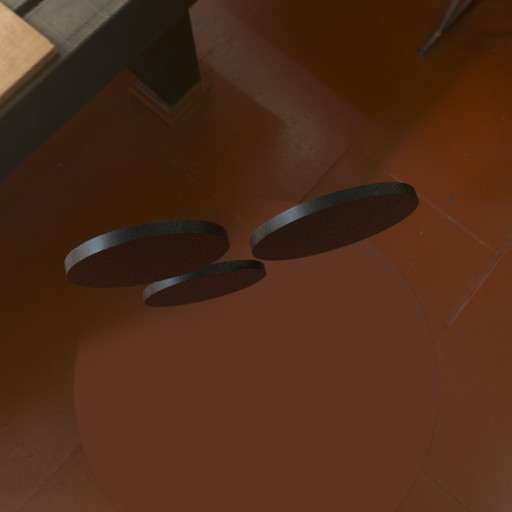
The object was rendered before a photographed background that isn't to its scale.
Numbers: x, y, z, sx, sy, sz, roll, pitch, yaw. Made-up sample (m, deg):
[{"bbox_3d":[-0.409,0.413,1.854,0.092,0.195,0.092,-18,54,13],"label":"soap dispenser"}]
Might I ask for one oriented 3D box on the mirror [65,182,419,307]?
[{"bbox_3d":[0.000,0.000,3.161,2.160,2.096,0.076,-14,76,-4],"label":"mirror"}]
